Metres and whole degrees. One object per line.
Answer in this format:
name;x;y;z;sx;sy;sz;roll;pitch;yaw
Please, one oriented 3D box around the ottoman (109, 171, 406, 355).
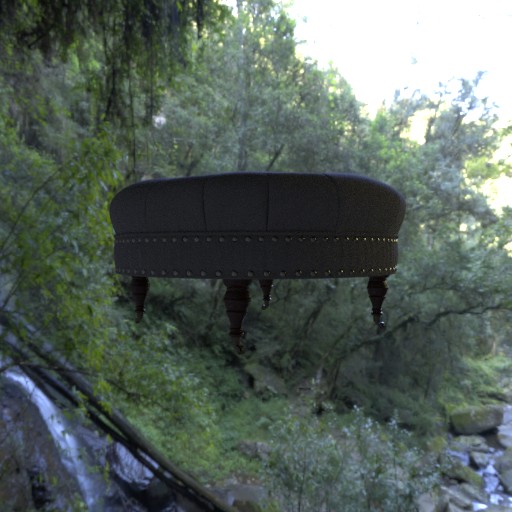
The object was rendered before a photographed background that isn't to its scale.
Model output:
ottoman;0.000;0.000;1.394;0.901;0.439;0.901;0;1;0
